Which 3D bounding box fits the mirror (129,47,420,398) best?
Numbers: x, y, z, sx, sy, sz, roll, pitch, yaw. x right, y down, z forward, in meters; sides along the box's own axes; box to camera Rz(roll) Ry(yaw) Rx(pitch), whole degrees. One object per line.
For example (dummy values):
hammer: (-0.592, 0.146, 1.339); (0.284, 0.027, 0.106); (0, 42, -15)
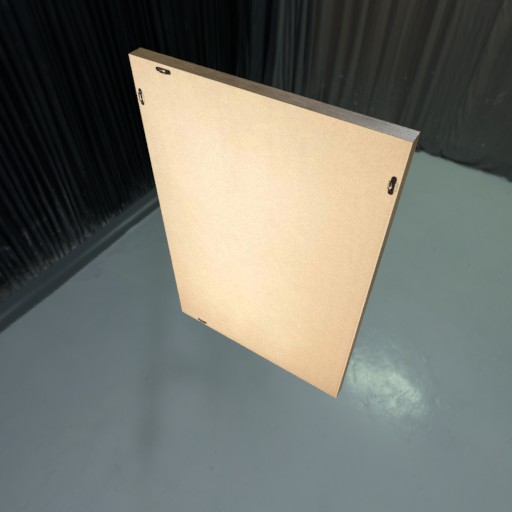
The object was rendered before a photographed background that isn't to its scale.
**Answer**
mirror: (0.000, 0.000, 1.156); (0.609, 0.915, 0.041); (25, 52, 21)
